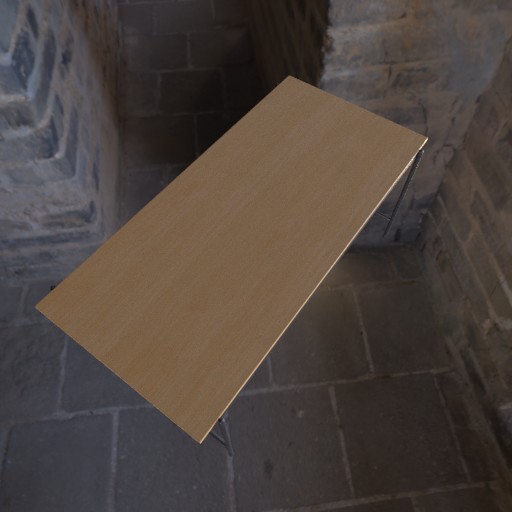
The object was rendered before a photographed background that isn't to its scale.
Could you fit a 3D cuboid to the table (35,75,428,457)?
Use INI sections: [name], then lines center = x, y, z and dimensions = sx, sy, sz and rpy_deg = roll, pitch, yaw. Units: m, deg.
[table]
center = 0.000, 0.000, 2.326
dimensions = 0.900, 0.758, 1.800
rpy_deg = 32, 63, 18
